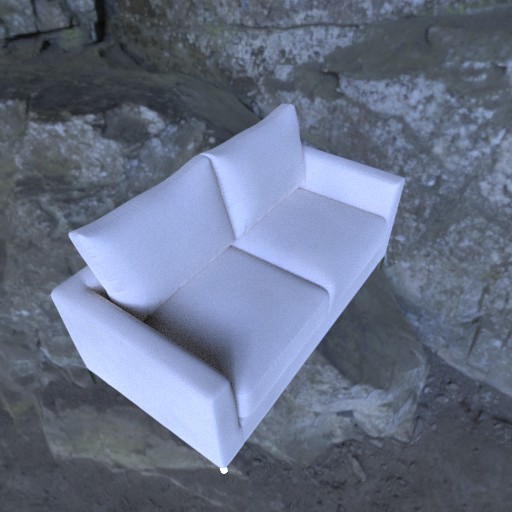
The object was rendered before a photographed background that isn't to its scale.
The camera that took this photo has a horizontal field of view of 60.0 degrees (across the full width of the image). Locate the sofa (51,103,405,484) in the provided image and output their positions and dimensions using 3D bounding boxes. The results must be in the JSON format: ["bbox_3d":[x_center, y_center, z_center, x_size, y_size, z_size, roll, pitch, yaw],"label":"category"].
[{"bbox_3d":[0.000,0.000,2.310,0.906,0.995,1.739,25,47,26],"label":"sofa"}]
